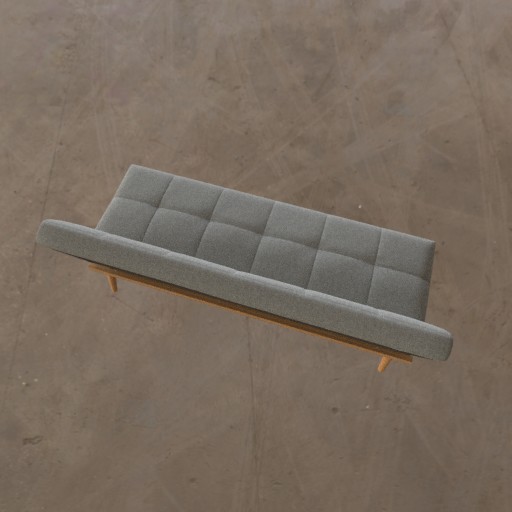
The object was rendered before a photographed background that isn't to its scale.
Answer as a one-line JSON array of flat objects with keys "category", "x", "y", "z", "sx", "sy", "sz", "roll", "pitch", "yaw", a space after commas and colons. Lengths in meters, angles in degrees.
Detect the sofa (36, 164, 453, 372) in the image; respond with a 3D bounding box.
[{"category": "sofa", "x": 0.000, "y": 0.000, "z": 2.305, "sx": 1.820, "sy": 0.800, "sz": 0.800, "roll": 15, "pitch": 64, "yaw": 8}]
